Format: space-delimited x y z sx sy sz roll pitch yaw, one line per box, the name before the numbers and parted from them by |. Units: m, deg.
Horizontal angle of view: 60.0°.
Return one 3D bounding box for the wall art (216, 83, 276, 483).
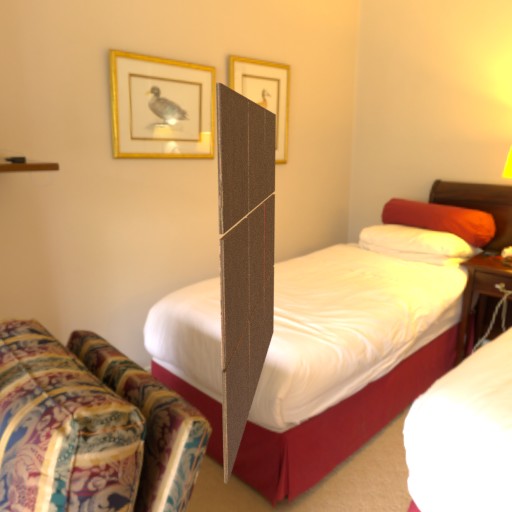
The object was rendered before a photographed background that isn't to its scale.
wall art | 0.000 0.000 1.864 0.013 1.213 1.215 2 14 9
